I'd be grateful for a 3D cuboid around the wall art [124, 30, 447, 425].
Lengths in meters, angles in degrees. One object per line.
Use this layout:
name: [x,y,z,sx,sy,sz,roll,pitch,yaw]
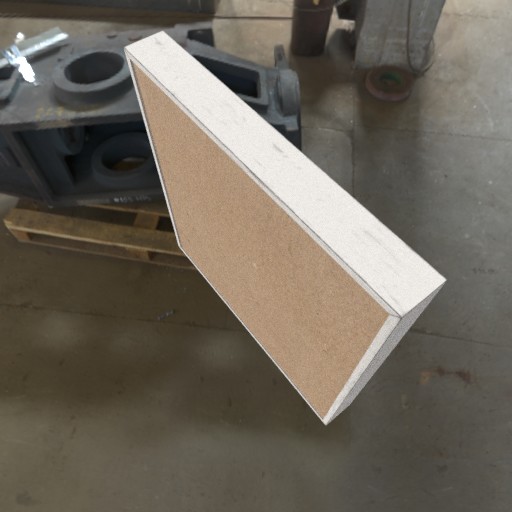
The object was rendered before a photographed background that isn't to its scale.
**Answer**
wall art: [0.000,0.000,0.438,0.038,0.305,0.305,-34,64,-19]
